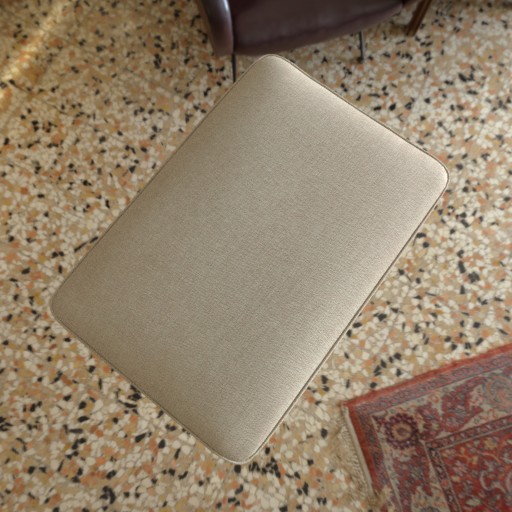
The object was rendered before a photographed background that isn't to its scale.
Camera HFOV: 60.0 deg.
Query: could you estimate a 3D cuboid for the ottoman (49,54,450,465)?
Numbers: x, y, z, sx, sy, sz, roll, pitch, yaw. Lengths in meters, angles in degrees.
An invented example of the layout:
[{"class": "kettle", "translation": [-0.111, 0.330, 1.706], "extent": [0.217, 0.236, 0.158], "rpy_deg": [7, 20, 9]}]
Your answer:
[{"class": "ottoman", "translation": [0.000, 0.000, 1.134], "extent": [0.559, 0.458, 0.813], "rpy_deg": [37, 79, 8]}]
